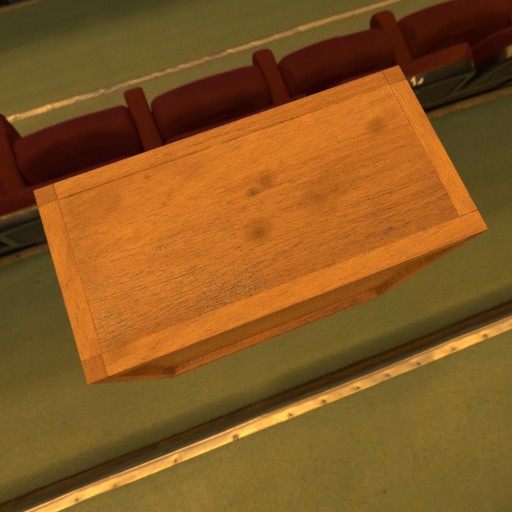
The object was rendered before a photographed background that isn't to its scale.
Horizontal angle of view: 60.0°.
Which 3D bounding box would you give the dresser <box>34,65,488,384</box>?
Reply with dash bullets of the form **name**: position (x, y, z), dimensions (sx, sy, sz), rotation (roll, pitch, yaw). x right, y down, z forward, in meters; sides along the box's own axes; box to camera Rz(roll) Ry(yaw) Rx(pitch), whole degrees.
- **dresser**: position (0.000, 0.000, 1.260), dimensions (0.804, 0.804, 0.427), rotation (-21, 76, -5)
